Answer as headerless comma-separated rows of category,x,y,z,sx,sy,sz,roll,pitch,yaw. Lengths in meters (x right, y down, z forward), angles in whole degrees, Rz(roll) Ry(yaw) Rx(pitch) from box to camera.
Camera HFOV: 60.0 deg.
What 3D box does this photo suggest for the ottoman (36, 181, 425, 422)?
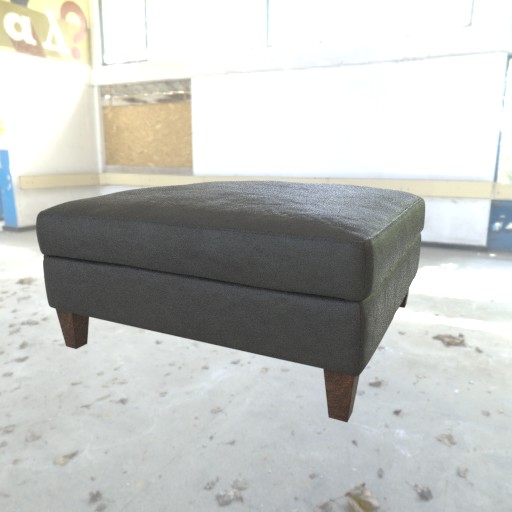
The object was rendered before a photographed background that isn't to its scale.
ottoman,0.000,0.000,1.289,0.844,0.415,0.836,7,15,26
